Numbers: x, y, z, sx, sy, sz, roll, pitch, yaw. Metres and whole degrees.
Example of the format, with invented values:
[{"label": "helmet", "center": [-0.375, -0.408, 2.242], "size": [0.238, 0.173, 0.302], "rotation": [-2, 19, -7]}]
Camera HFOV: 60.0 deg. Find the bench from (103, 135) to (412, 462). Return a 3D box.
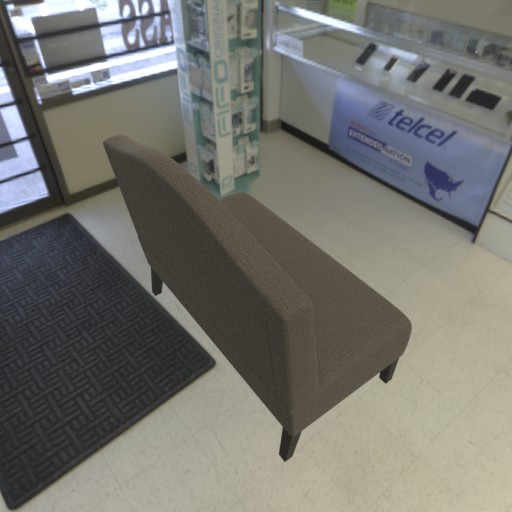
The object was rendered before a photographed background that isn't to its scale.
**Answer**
[{"label": "bench", "center": [0.000, 0.000, 2.100], "size": [0.815, 1.180, 1.335], "rotation": [-26, 48, -26]}]
